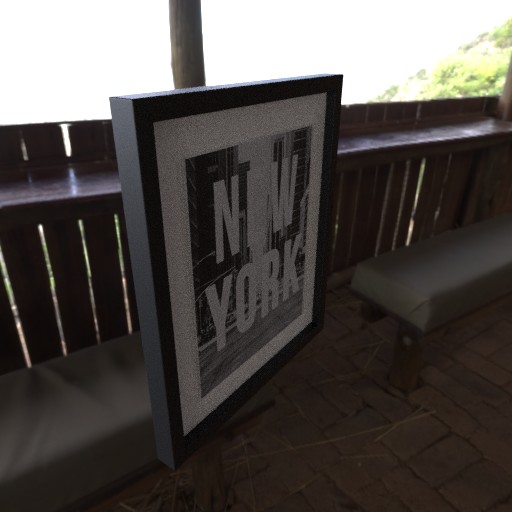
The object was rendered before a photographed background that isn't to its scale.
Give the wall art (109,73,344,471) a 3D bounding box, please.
[{"bbox_3d":[0.000,0.000,0.520,0.028,0.381,0.328,18,31,32],"label":"wall art"}]
